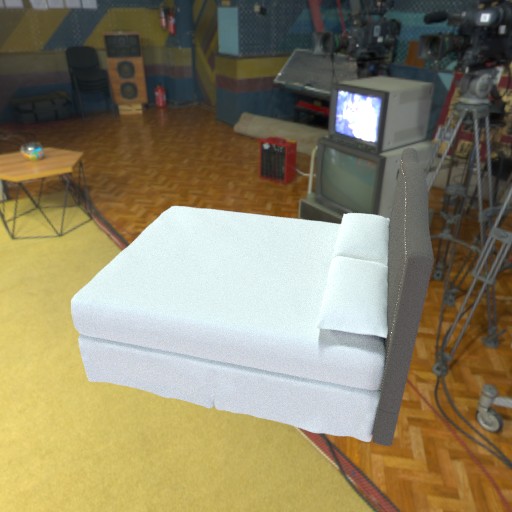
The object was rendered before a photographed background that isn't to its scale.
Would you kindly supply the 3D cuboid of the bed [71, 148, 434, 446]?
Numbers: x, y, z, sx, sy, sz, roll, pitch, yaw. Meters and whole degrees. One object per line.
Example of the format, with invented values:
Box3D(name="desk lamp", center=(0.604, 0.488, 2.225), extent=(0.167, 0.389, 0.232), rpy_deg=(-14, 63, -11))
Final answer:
Box3D(name="bed", center=(0.000, 0.000, 3.092), extent=(2.036, 1.387, 1.666), rpy_deg=(8, 30, 13))
